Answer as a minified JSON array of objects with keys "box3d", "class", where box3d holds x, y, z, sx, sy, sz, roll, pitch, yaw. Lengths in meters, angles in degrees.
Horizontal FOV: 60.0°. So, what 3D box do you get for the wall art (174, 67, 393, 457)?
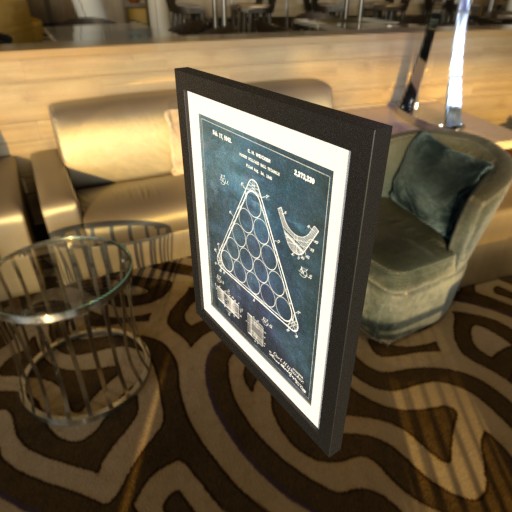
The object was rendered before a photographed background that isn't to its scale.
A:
[{"box3d":[0.000,0.000,0.711,0.025,0.508,0.432,-20,37,-29],"class":"wall art"}]
